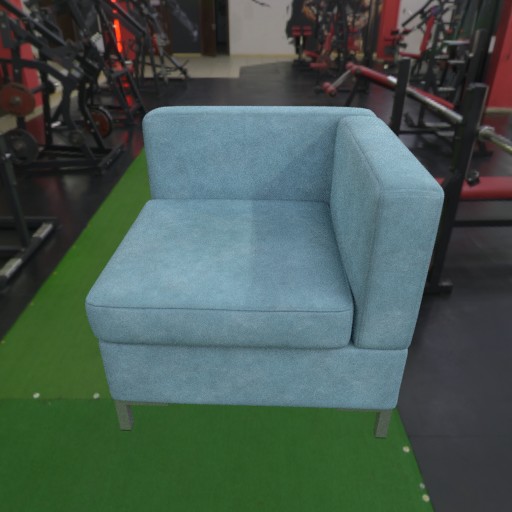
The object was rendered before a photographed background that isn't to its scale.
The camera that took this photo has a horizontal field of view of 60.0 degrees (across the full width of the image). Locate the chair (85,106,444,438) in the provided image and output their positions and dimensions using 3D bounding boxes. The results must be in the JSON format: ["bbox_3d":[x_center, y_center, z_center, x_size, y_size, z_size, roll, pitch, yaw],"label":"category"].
[{"bbox_3d":[0.000,0.000,1.187,0.691,0.660,0.684,1,30,2],"label":"chair"}]
